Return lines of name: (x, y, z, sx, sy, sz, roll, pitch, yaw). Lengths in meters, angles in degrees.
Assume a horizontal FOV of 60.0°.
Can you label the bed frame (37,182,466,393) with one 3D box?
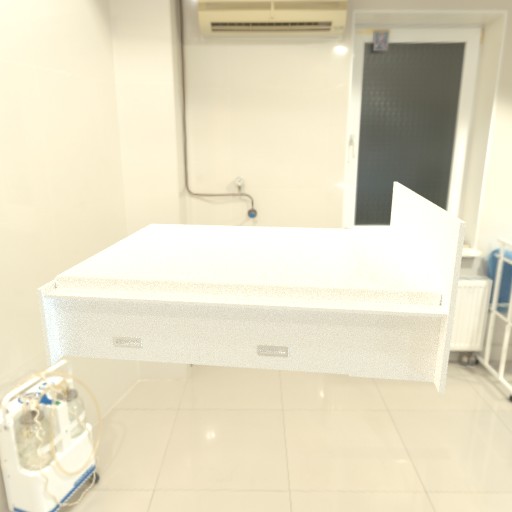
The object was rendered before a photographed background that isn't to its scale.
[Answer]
bed frame: (0.000, 0.000, 2.832, 1.960, 0.800, 1.622, 2, 16, 7)
